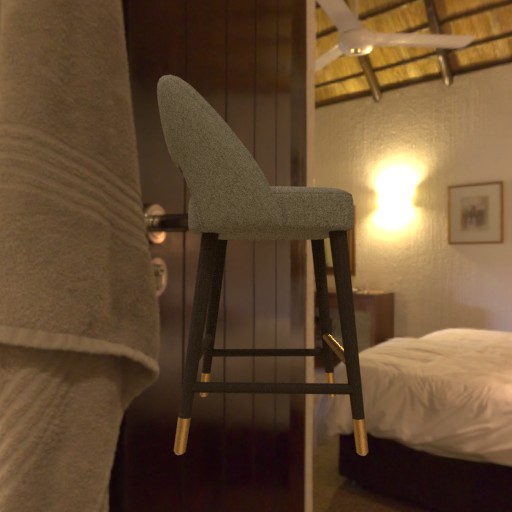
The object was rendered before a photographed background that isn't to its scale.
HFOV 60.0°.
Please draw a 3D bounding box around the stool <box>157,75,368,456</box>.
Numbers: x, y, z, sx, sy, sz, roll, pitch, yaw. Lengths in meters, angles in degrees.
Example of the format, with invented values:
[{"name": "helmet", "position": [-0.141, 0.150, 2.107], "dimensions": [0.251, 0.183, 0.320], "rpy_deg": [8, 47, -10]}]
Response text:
[{"name": "stool", "position": [0.000, 0.000, 1.256], "dimensions": [0.524, 0.925, 0.536], "rpy_deg": [0, -1, 1]}]
